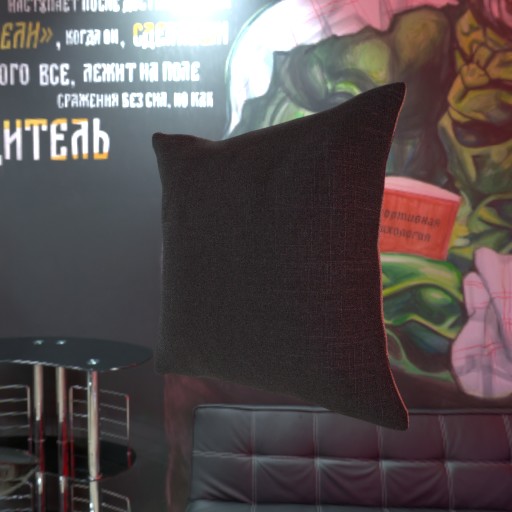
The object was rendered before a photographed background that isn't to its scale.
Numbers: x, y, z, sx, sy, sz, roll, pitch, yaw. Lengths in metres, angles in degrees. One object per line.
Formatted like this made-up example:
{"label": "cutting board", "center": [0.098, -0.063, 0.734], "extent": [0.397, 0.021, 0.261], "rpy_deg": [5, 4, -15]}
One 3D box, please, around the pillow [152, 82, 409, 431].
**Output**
{"label": "pillow", "center": [0.000, 0.000, 0.687], "extent": [0.468, 0.444, 0.138], "rpy_deg": [1, 1, 36]}
